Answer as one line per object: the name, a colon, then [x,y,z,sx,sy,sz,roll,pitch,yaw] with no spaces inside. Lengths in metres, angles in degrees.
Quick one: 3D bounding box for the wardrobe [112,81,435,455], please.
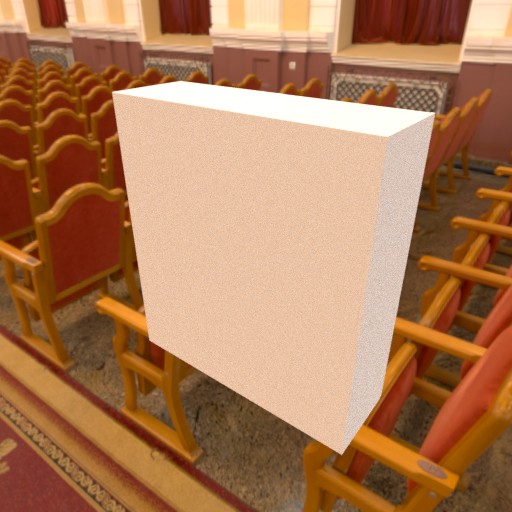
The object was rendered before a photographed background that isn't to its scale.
wardrobe: [0.000,0.000,3.018,1.830,2.020,0.600,20,35,32]
